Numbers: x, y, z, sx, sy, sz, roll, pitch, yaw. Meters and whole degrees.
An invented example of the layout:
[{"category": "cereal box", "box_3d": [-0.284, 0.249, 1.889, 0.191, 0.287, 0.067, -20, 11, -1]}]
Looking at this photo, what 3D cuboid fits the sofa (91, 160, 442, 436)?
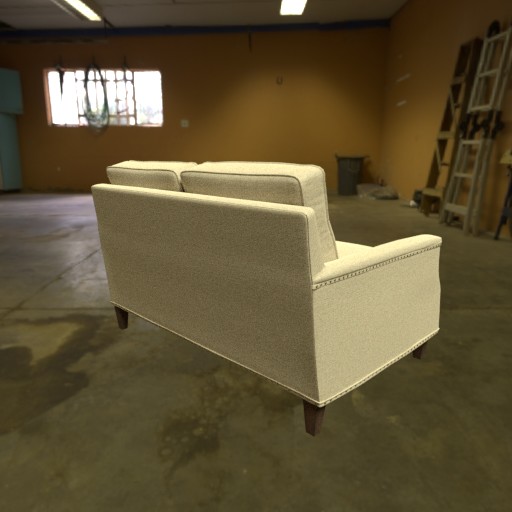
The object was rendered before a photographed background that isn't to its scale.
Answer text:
[{"category": "sofa", "box_3d": [0.000, 0.000, 2.348, 1.597, 1.003, 1.084, 13, 19, 43]}]
